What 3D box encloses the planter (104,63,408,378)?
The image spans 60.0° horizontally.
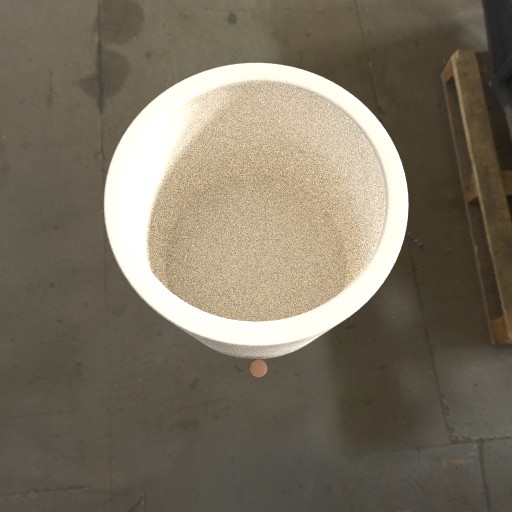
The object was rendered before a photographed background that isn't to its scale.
[{"bbox_3d":[0.000,0.000,0.931,0.417,0.670,0.417,38,78,10],"label":"planter"}]
